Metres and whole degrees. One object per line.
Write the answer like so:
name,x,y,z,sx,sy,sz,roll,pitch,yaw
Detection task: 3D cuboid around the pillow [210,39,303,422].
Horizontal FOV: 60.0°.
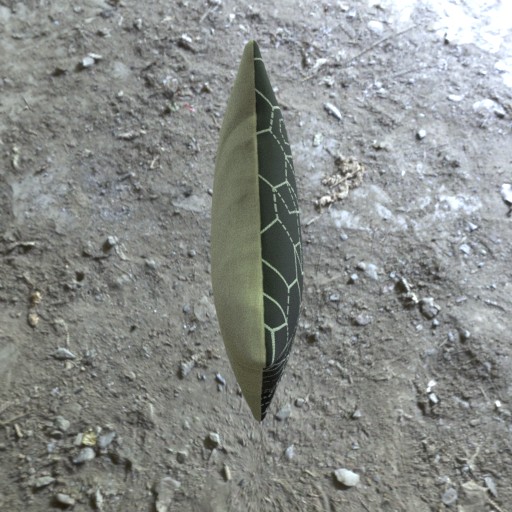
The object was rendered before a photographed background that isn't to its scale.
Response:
pillow,0.000,0.000,0.808,0.158,0.508,0.517,-1,63,-1
